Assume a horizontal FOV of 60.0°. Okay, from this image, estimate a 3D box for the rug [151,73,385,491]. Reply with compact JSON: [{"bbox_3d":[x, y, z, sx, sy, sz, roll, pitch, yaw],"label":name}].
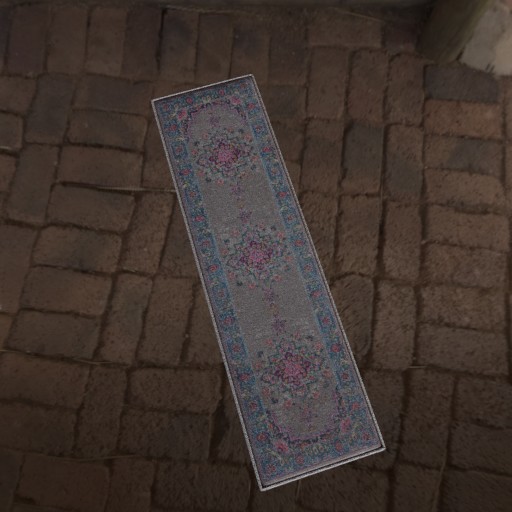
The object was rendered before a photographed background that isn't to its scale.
[{"bbox_3d":[0.000,0.000,2.478,0.659,0.019,2.297,-16,75,-4],"label":"rug"}]
